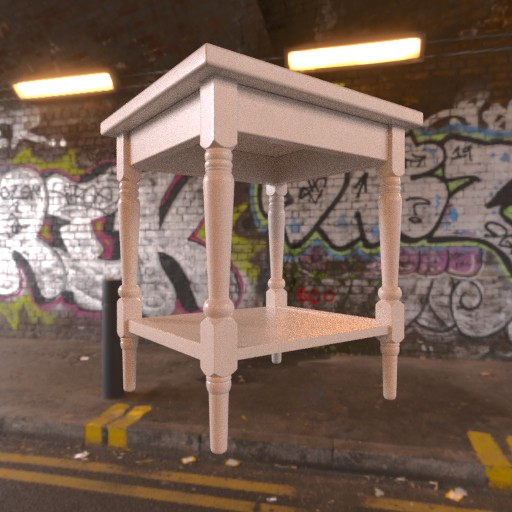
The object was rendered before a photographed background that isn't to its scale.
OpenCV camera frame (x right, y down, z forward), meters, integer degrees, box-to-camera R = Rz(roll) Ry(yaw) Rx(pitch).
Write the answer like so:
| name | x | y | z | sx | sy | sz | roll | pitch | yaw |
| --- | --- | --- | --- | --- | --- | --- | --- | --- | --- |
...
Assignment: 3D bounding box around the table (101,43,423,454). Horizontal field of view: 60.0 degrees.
| name | x | y | z | sx | sy | sz | roll | pitch | yaw |
| --- | --- | --- | --- | --- | --- | --- | --- | --- | --- |
| table | 0.000 | 0.000 | 0.901 | 0.488 | 0.565 | 0.442 | 0 | 0 | -36 |
